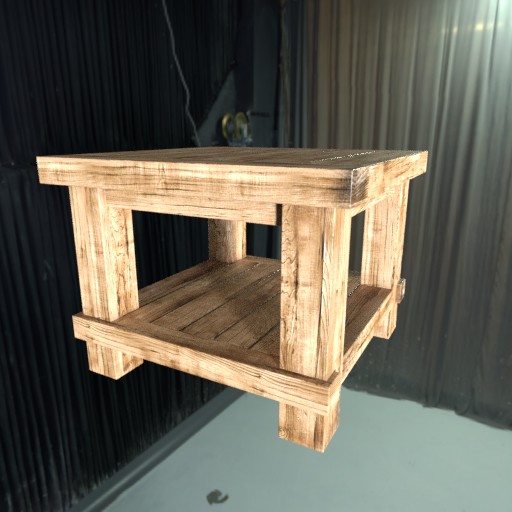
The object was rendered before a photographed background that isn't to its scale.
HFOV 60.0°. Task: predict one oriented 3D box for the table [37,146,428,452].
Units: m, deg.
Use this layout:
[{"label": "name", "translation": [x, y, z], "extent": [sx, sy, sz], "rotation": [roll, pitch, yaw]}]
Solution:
[{"label": "table", "translation": [0.000, 0.000, 1.013], "extent": [0.610, 0.457, 0.610], "rotation": [9, 18, 28]}]
